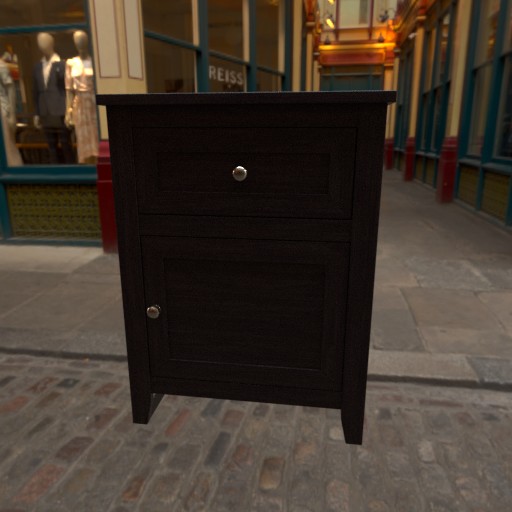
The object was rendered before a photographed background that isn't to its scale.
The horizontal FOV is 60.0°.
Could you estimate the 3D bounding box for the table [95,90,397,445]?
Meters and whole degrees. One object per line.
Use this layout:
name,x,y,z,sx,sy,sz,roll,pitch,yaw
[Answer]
table,0.000,0.000,0.957,0.480,0.635,0.381,2,16,8
